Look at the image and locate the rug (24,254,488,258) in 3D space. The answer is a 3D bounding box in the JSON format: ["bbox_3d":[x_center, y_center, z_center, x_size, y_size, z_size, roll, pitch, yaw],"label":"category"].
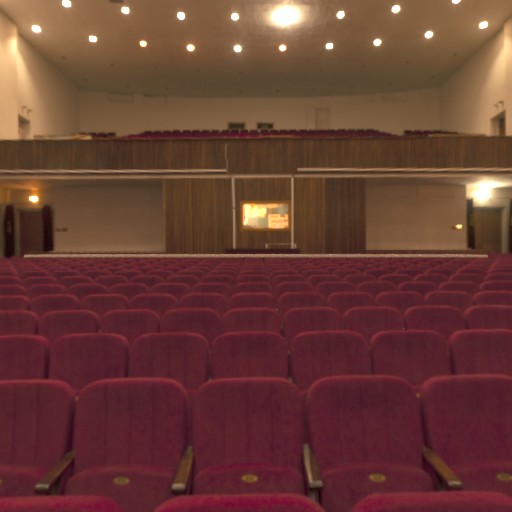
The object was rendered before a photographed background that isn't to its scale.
[{"bbox_3d":[0.000,0.000,2.512,2.297,0.019,0.659,0,0,0],"label":"rug"}]
